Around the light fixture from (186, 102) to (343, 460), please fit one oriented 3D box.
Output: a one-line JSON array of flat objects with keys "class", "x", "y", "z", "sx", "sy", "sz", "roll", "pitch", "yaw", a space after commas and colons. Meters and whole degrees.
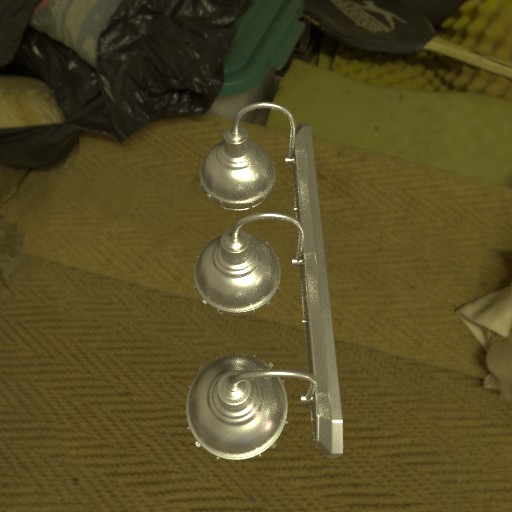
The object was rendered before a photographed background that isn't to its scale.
[{"class": "light fixture", "x": 0.000, "y": 0.000, "z": 0.766, "sx": 0.229, "sy": 0.254, "sz": 0.634, "roll": -1, "pitch": 60, "yaw": 0}]
